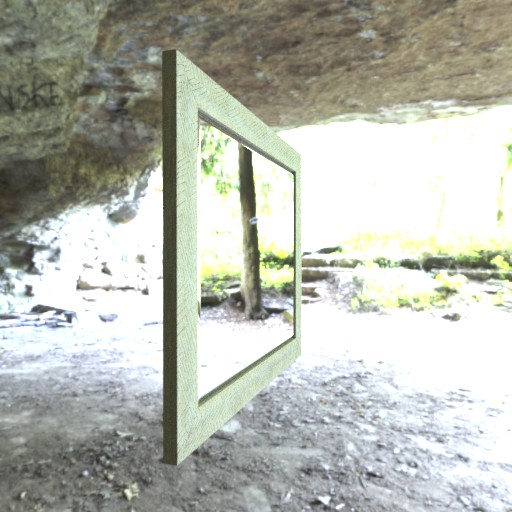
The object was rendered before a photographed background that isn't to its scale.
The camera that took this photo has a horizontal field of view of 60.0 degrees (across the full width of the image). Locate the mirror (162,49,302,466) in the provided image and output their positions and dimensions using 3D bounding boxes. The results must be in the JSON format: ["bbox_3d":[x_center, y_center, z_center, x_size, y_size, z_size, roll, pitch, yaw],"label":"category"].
[{"bbox_3d":[0.000,0.000,1.127,0.028,0.689,0.839,0,0,20],"label":"mirror"}]
